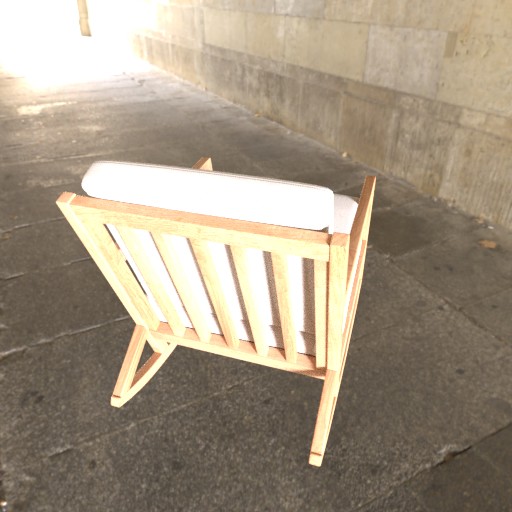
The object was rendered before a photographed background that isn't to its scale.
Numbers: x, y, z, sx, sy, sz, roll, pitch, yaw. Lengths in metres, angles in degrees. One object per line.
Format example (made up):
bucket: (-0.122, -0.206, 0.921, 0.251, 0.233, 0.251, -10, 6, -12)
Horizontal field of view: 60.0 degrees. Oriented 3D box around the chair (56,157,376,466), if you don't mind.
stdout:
chair: (0.000, 0.000, 1.381, 0.622, 0.790, 0.857, 10, 33, 16)
